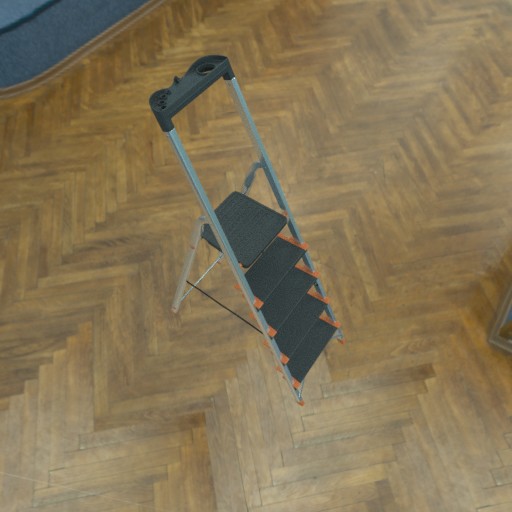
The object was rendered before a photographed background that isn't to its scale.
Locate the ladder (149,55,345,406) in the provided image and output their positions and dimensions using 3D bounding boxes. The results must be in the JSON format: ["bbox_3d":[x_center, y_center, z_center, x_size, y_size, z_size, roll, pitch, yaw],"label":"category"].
[{"bbox_3d":[0.000,0.000,2.044,0.995,1.646,0.480,32,63,18],"label":"ladder"}]
